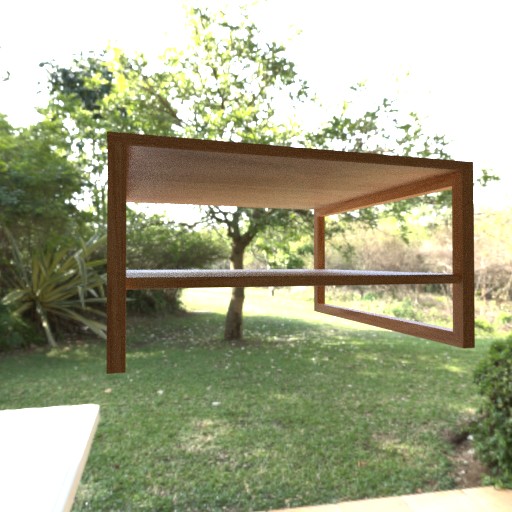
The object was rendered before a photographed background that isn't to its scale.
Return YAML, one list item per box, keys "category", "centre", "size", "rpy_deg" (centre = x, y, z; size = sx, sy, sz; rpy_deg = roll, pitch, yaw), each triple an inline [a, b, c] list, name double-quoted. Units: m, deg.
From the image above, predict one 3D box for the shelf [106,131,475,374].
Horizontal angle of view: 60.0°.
- category: "shelf"
  centre: [0.000, 0.000, 1.437]
  size: [0.899, 0.480, 0.899]
  rpy_deg: [0, -1, -17]
